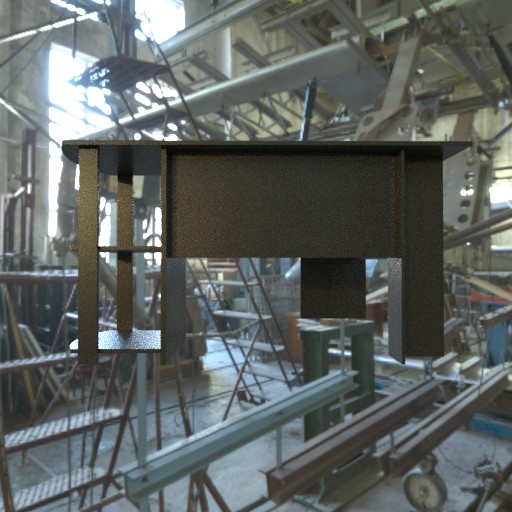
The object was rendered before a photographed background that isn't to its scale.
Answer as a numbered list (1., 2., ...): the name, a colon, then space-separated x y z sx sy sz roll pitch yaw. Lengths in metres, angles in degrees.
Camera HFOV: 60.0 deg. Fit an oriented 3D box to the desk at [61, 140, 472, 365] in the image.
1. desk: 0.000 0.000 2.046 1.361 0.716 1.303 0 -1 -1
